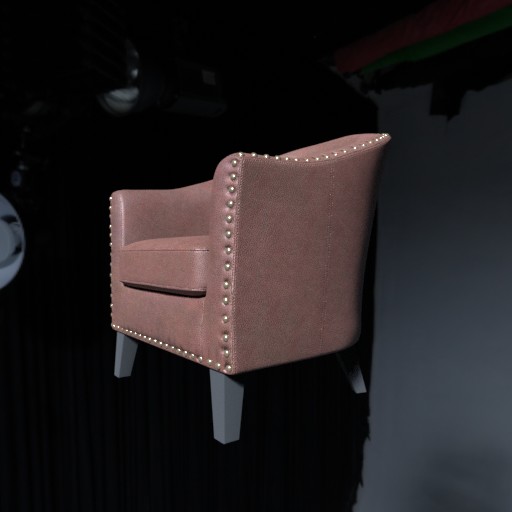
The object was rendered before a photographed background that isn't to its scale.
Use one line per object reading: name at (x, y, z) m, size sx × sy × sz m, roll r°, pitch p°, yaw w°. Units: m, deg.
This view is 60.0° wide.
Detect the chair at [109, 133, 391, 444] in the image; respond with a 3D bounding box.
chair at (0.000, 0.000, 1.431) m, size 0.748 × 0.823 × 0.794 m, roll 0°, pitch 0°, yaw -37°
